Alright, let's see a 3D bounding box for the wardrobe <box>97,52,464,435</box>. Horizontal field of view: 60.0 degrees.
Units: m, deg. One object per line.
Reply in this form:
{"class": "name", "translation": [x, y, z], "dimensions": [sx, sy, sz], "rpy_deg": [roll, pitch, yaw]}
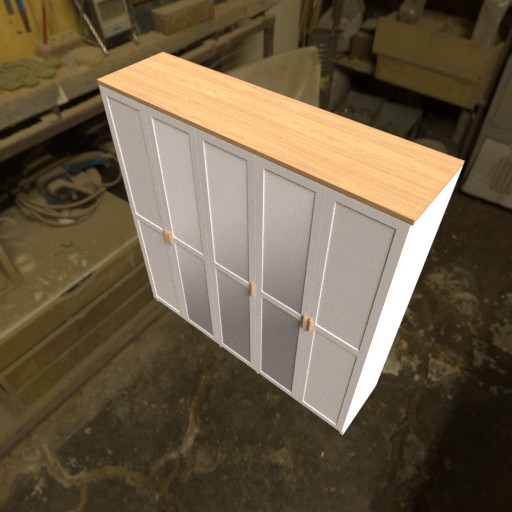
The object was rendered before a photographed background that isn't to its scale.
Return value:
{"class": "wardrobe", "translation": [0.000, 0.000, 3.301], "dimensions": [2.160, 2.260, 0.590], "rpy_deg": [30, 53, 26]}
